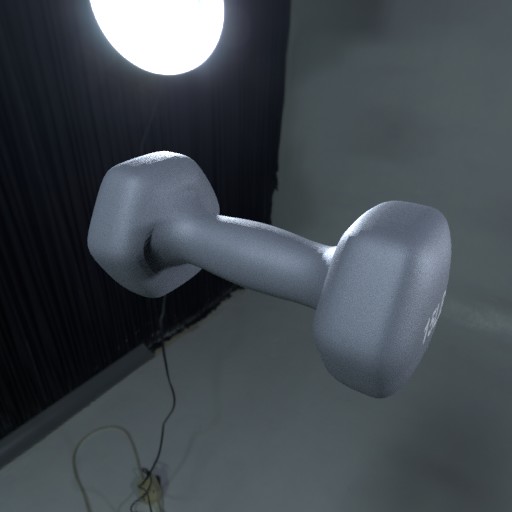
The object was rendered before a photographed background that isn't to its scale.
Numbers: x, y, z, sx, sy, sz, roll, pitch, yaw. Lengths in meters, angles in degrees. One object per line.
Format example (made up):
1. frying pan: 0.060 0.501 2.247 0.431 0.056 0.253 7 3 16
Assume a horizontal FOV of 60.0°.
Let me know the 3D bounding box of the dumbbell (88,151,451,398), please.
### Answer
1. dumbbell: 0.000 0.000 0.302 0.240 0.105 0.116 18 34 30
